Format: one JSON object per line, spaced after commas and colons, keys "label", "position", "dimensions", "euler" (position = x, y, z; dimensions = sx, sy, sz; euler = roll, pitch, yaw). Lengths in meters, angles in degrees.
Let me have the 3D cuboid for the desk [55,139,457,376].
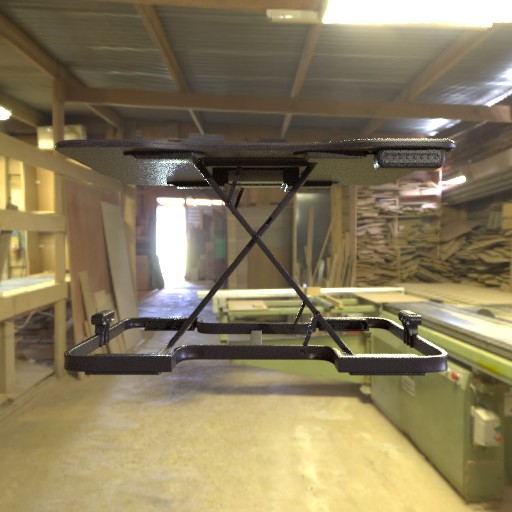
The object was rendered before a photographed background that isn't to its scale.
{"label": "desk", "position": [0.000, 0.000, 1.137], "dimensions": [0.820, 0.470, 0.546], "euler": [0, 1, 0]}
